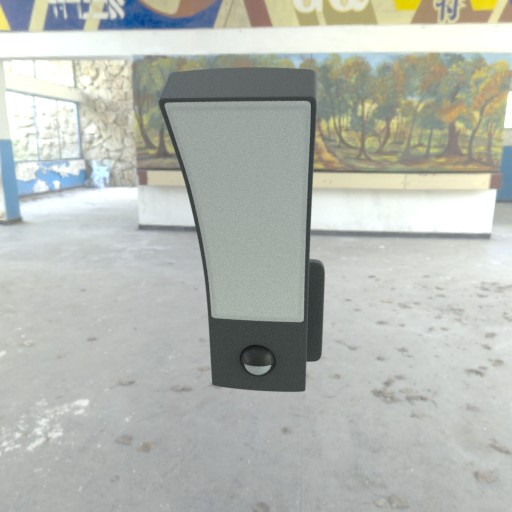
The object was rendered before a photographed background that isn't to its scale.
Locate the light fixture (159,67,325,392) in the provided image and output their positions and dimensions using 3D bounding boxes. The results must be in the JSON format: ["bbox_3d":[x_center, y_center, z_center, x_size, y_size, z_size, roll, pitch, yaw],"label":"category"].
[{"bbox_3d":[0.000,0.000,0.333,0.108,0.243,0.174,2,14,7],"label":"light fixture"}]
